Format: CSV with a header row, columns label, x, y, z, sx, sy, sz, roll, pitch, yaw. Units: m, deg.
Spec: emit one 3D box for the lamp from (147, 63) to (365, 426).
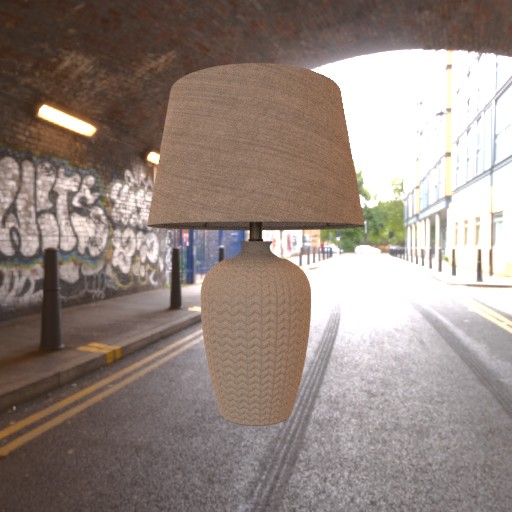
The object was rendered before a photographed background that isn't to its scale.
label,x,y,z,sx,sy,sz,roll,pitch,yaw
lamp,0.000,0.000,0.818,0.390,0.580,0.390,0,2,0
